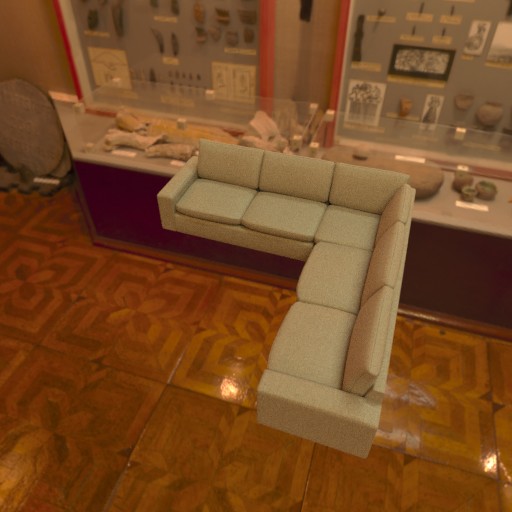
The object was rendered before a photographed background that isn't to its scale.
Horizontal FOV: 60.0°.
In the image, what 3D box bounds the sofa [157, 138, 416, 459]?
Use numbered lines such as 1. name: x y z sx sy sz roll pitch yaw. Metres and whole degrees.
1. sofa: 0.000 0.000 4.156 2.622 0.800 2.742 13 44 14
